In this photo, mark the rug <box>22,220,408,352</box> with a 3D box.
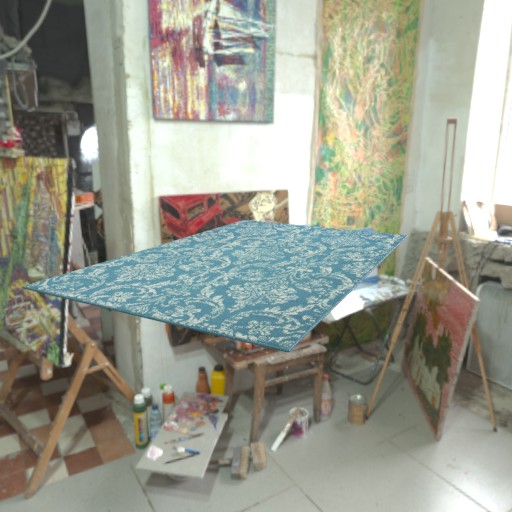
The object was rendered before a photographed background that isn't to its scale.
[{"bbox_3d":[0.000,0.000,3.498,1.816,0.018,2.746,8,16,28],"label":"rug"}]
